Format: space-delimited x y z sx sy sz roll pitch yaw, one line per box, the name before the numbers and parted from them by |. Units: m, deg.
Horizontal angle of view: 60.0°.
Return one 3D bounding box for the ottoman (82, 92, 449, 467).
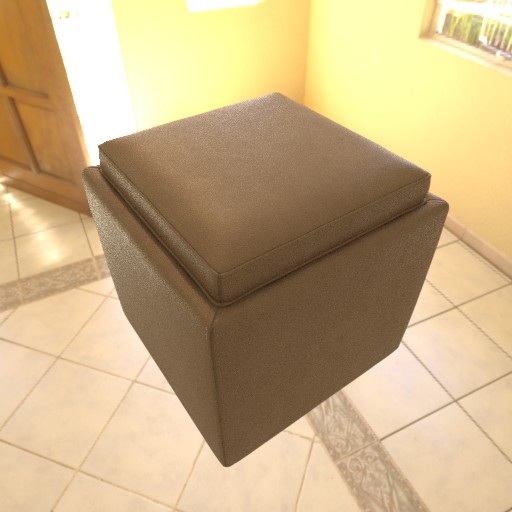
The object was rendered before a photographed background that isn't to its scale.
ottoman | 0.000 0.000 0.826 0.450 0.460 0.451 -25 48 -26
